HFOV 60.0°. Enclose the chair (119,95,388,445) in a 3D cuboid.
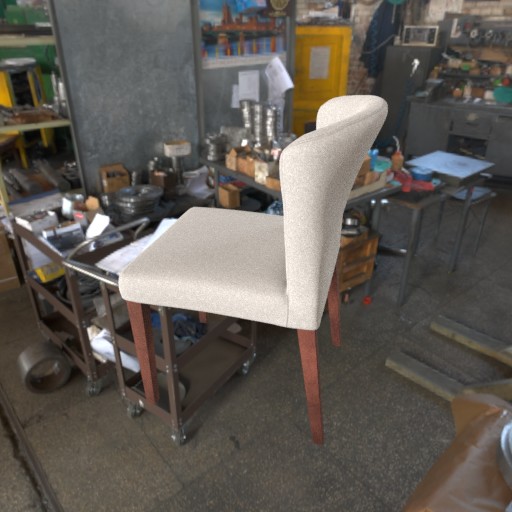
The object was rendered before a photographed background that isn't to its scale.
[{"bbox_3d":[0.000,0.000,1.219,0.592,0.839,0.491,8,29,14],"label":"chair"}]
